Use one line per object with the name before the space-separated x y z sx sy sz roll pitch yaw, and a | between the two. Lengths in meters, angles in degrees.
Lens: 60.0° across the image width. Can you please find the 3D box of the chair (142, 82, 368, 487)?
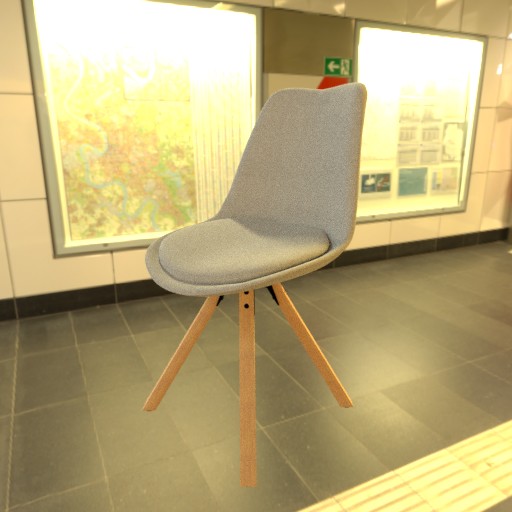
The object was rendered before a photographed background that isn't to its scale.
chair | 0.000 0.000 1.151 0.474 0.863 0.549 15 22 42
